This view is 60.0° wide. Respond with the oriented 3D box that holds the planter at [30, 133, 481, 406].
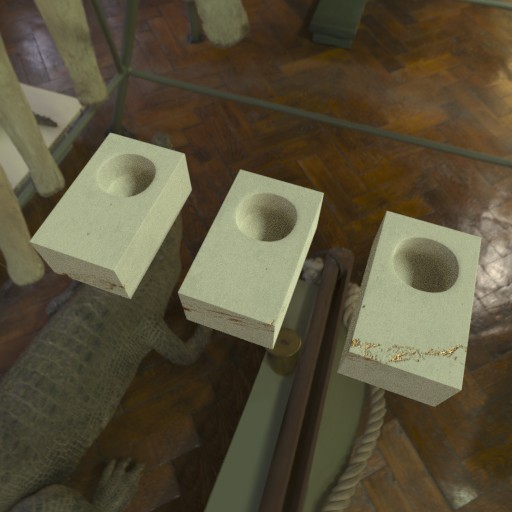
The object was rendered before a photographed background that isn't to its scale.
[{"bbox_3d":[0.000,0.000,0.371,0.333,0.051,0.127,18,61,10],"label":"planter"}]
